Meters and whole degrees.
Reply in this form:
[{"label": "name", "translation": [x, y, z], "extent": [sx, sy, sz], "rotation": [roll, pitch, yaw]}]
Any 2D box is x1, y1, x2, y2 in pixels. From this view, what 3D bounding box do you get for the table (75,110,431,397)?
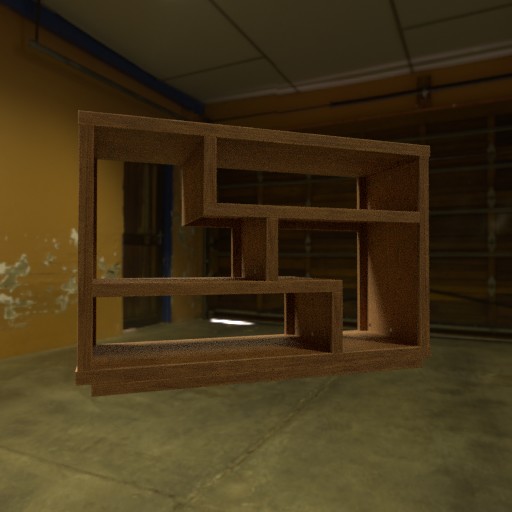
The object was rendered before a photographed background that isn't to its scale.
[{"label": "table", "translation": [0.000, 0.000, 1.561], "extent": [1.151, 0.771, 0.410], "rotation": [0, -1, -18]}]
